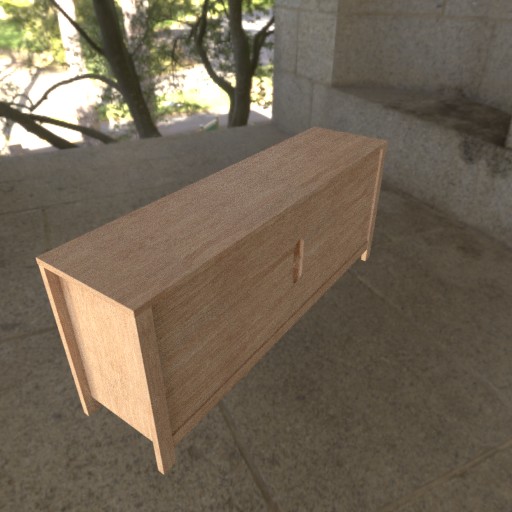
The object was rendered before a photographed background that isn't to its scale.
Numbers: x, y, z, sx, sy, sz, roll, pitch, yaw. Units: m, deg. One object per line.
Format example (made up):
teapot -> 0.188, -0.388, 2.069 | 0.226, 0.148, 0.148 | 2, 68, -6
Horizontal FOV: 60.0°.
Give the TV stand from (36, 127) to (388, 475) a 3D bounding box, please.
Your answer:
TV stand -> 0.000, 0.000, 1.724 | 0.398, 0.610, 1.466 | 21, 38, 30
